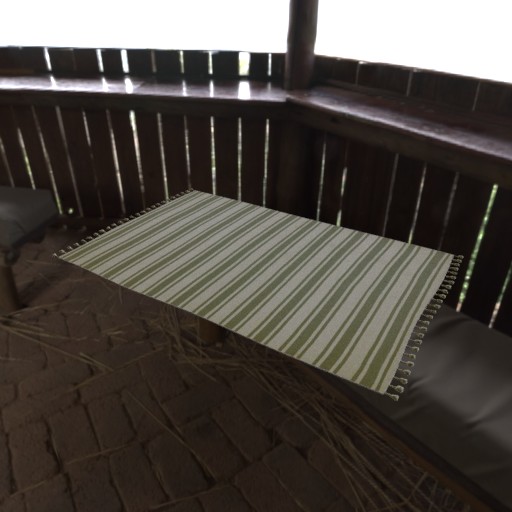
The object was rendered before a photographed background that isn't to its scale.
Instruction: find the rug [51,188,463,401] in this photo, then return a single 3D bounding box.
[{"bbox_3d":[0.000,0.000,2.341,1.875,0.013,1.162,17,34,28],"label":"rug"}]
